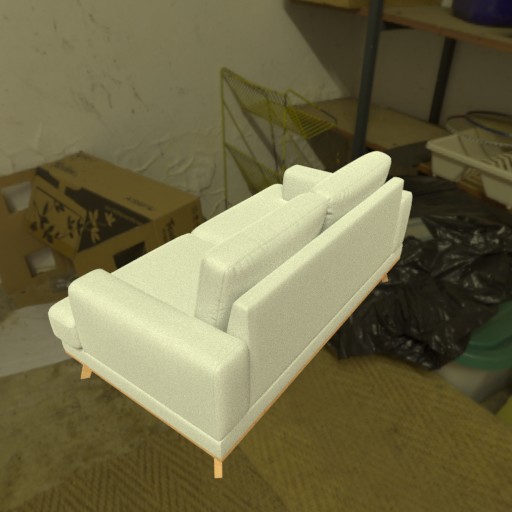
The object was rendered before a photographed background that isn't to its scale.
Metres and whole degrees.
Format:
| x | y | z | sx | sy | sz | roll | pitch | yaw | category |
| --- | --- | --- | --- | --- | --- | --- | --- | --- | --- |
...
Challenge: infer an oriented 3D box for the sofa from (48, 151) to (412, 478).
| x | y | z | sx | sy | sz | roll | pitch | yaw | category |
| --- | --- | --- | --- | --- | --- | --- | --- | --- | --- |
| 0.000 | 0.000 | 2.100 | 0.915 | 0.810 | 1.651 | 21 | 37 | 30 | sofa |
